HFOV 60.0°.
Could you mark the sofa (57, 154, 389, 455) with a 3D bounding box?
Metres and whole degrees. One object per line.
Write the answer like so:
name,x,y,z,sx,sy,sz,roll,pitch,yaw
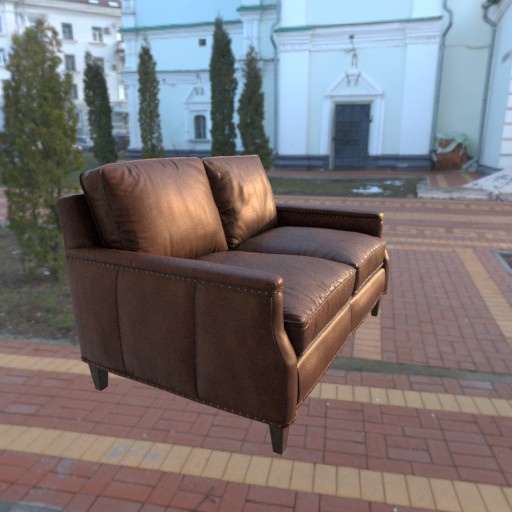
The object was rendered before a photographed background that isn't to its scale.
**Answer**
sofa,0.000,0.000,2.301,1.083,1.003,1.628,8,17,27
